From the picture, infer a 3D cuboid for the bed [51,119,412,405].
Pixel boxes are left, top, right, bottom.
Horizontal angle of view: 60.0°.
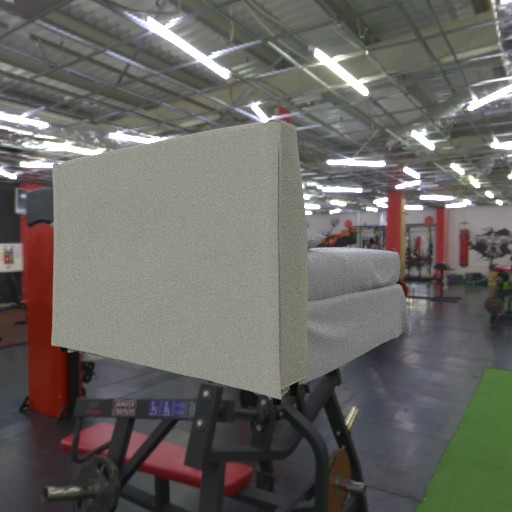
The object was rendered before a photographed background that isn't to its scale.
[{"bbox_3d":[0.000,0.000,3.456,1.925,1.332,2.276,1,1,36],"label":"bed"}]
